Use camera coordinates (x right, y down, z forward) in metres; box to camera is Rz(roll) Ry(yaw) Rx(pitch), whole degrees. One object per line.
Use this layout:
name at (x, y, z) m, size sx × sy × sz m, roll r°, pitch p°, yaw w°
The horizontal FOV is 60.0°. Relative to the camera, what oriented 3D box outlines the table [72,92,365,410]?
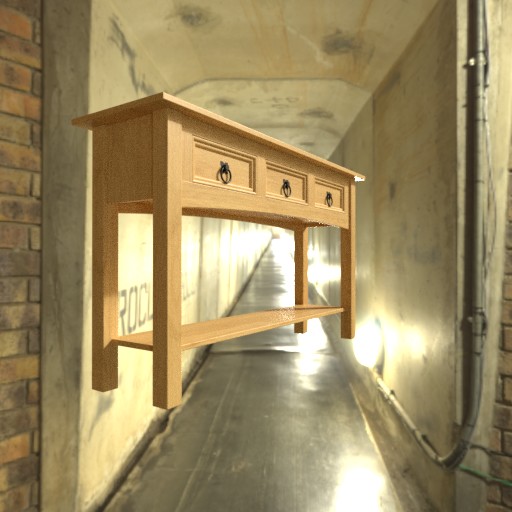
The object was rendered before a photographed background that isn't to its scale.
table at (0.000, 0.000, 1.600) m, size 0.350 × 0.730 × 1.240 m, roll 0°, pitch 0°, yaw 35°
